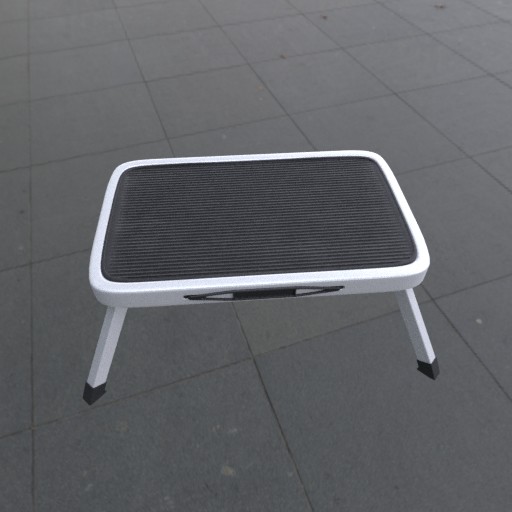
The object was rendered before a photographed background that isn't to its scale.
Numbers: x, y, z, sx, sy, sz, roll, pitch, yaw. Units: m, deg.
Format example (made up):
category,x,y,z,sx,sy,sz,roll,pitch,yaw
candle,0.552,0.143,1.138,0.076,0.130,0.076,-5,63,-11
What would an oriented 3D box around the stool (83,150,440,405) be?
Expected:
category,x,y,z,sx,sy,sz,roll,pitch,yaw
stool,0.000,0.000,0.610,0.460,0.170,0.320,-3,47,-3
